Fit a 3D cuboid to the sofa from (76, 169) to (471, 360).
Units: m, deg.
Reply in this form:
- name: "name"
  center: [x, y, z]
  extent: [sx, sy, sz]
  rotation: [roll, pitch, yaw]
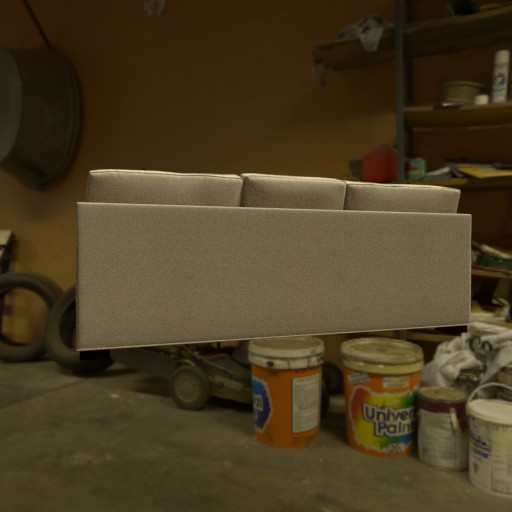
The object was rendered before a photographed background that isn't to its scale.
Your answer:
- name: "sofa"
  center: [0.000, 0.000, 2.887]
  extent: [2.087, 0.861, 1.496]
  rotation: [0, 1, -18]
